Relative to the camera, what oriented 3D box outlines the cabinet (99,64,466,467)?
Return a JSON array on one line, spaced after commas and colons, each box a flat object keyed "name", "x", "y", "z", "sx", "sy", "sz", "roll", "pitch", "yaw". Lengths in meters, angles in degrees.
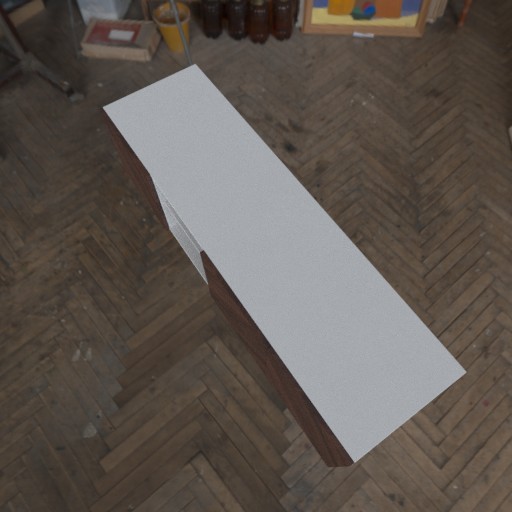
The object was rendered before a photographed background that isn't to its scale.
[{"name": "cabinet", "x": 0.000, "y": 0.000, "z": 1.720, "sx": 0.431, "sy": 0.533, "sz": 1.499, "roll": -32, "pitch": 68, "yaw": -14}]
